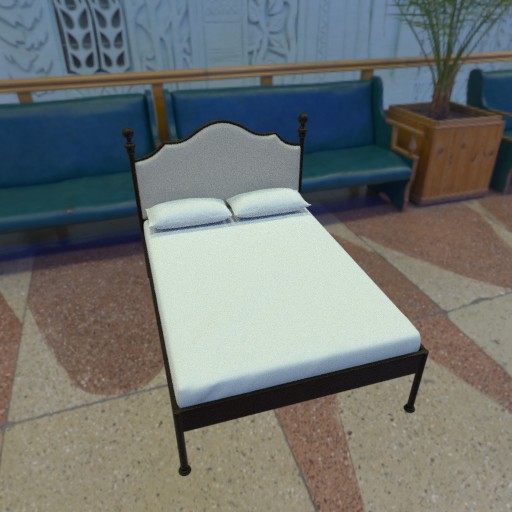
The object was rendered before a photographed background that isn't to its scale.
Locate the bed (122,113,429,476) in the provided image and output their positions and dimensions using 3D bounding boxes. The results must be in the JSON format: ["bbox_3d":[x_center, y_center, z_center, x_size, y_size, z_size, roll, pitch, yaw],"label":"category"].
[{"bbox_3d":[0.000,0.000,3.338,1.642,1.499,2.224,-9,33,-14],"label":"bed"}]
